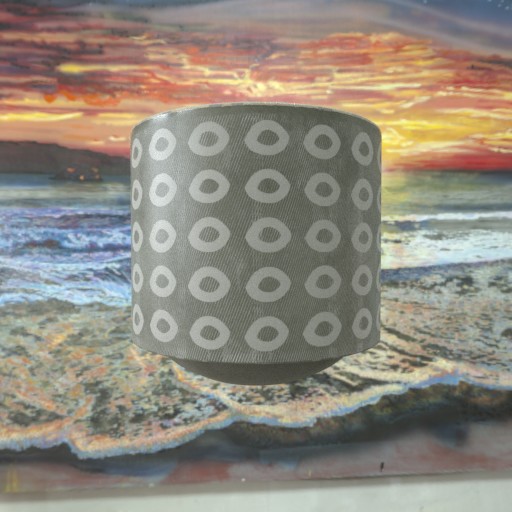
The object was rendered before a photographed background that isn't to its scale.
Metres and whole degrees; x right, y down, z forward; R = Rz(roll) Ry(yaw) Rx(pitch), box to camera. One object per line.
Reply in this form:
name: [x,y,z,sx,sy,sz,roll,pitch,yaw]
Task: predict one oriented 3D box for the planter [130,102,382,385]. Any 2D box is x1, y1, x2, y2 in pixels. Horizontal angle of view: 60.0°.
planter: [0.000,0.000,0.461,0.250,0.239,0.250,0,1,0]
